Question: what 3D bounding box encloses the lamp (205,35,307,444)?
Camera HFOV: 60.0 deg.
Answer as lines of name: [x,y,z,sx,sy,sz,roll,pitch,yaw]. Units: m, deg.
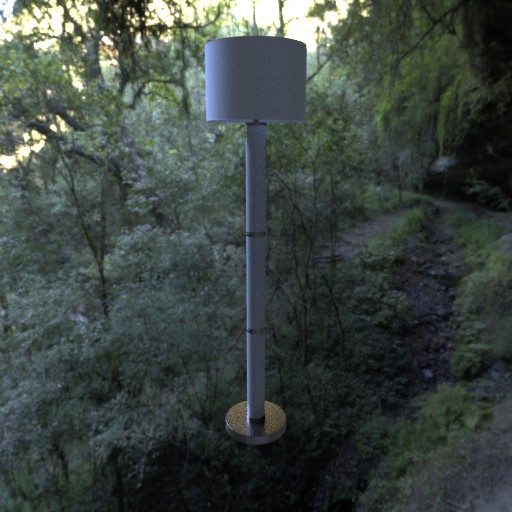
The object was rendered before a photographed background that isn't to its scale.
lamp: [0.000,0.000,1.830,0.377,1.599,0.377,-7,16,-25]
